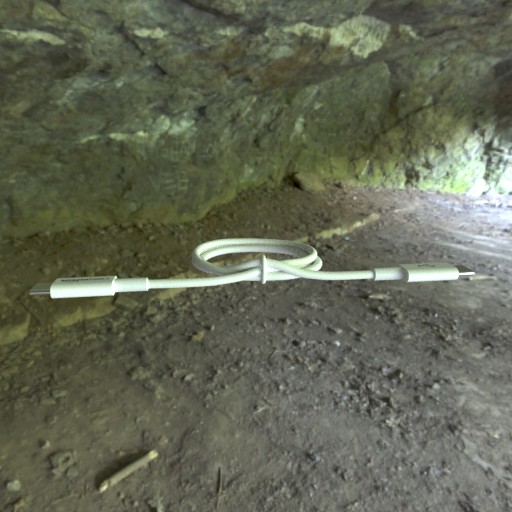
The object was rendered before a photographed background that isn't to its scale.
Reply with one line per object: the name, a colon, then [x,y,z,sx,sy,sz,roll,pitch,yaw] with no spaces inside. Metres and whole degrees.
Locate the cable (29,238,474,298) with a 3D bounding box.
cable: [0.000,0.000,0.231,0.203,0.014,0.070,-2,16,-8]
